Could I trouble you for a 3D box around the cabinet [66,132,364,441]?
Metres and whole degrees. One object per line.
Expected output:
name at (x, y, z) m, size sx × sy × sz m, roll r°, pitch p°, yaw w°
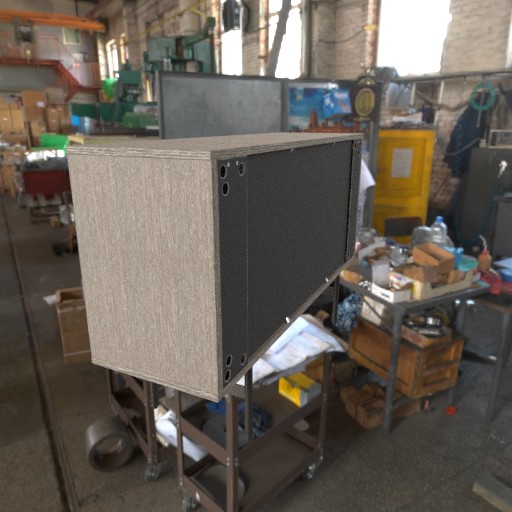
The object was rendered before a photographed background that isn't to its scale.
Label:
cabinet at (0.000, 0.000, 1.524) m, size 0.405 × 0.787 × 1.194 m, roll 8°, pitch 19°, yaw 25°
